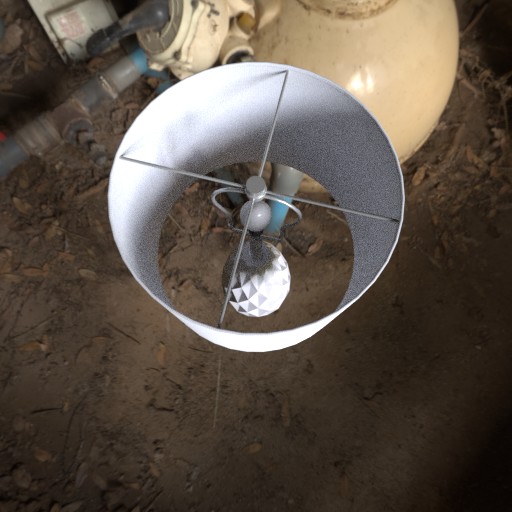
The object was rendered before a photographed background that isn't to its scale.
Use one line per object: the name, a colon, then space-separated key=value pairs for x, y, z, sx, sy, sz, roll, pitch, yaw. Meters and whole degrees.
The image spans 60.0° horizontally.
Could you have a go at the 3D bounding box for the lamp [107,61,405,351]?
lamp: x=0.000 y=0.000 z=0.690 sx=0.297 sy=0.522 sz=0.297 roll=0 pitch=74 yaw=0
